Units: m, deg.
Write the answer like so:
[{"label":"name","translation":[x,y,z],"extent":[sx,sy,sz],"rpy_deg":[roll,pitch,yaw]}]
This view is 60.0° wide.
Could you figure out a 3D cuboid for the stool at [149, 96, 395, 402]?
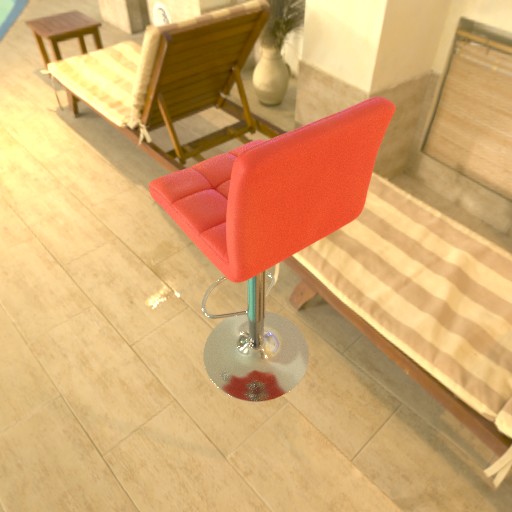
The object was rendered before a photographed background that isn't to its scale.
[{"label":"stool","translation":[0.000,0.000,1.397],"extent":[0.430,1.115,0.505],"rpy_deg":[-28,52,-25]}]
